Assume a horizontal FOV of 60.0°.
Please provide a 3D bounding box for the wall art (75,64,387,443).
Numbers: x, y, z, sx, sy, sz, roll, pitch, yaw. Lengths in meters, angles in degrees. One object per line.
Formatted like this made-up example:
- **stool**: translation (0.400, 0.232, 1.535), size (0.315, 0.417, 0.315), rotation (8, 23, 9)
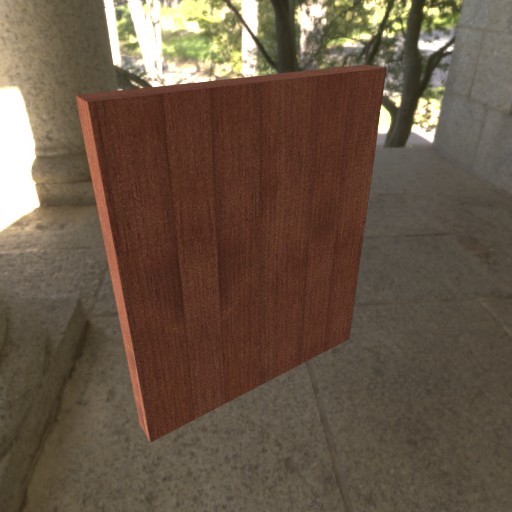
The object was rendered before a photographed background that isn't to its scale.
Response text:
- **wall art**: translation (0.000, 0.000, 0.600), size (0.377, 0.449, 0.039), rotation (-19, 35, -29)
